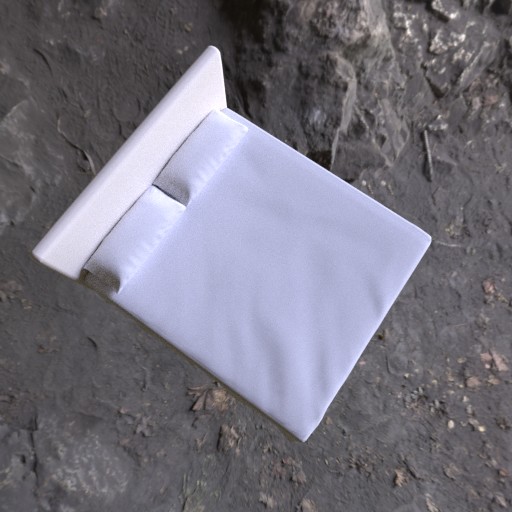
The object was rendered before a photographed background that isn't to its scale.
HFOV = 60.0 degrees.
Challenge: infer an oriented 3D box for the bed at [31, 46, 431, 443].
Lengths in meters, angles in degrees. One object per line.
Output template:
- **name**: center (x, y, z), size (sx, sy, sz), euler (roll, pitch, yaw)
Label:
- **bed**: center (0.000, 0.000, 3.603), size (2.341, 1.317, 2.119), euler (34, 78, 8)
